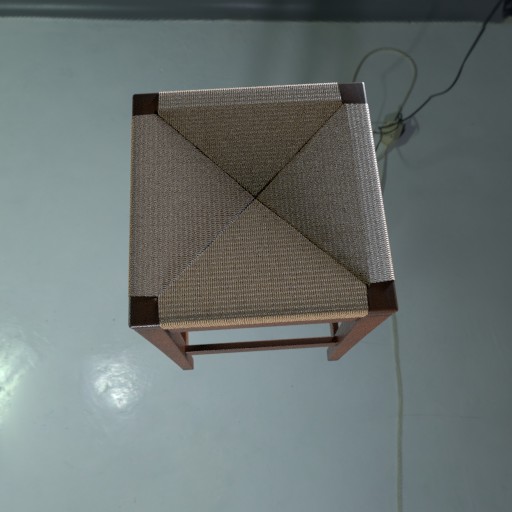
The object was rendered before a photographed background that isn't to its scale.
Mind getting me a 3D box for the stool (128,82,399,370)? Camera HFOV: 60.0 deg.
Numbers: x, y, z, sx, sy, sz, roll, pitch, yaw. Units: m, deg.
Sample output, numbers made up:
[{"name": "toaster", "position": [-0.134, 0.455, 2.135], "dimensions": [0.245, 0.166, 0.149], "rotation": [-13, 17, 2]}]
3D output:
[{"name": "stool", "position": [0.000, 0.000, 1.117], "dimensions": [0.497, 0.762, 0.507], "rotation": [-3, 74, -1]}]
